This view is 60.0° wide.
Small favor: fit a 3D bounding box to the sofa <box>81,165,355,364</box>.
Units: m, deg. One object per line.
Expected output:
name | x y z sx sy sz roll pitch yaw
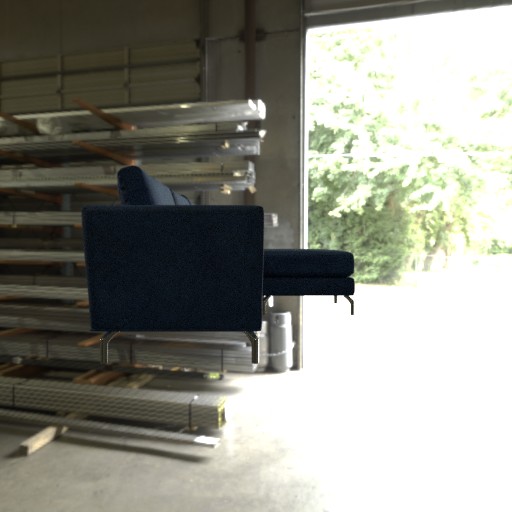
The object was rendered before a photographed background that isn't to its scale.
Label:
sofa | 0.000 0.000 3.260 1.622 0.987 2.438 0 1 0
